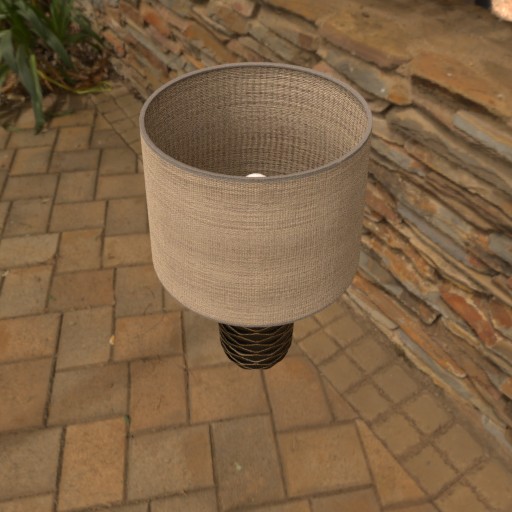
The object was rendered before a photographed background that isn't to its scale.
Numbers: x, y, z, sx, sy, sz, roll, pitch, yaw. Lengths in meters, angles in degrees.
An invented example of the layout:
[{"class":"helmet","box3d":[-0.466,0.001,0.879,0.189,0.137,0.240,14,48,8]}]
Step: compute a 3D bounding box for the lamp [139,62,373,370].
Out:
[{"class":"lamp","box3d":[0.000,0.000,0.839,0.376,0.594,0.376,0,46,0]}]
